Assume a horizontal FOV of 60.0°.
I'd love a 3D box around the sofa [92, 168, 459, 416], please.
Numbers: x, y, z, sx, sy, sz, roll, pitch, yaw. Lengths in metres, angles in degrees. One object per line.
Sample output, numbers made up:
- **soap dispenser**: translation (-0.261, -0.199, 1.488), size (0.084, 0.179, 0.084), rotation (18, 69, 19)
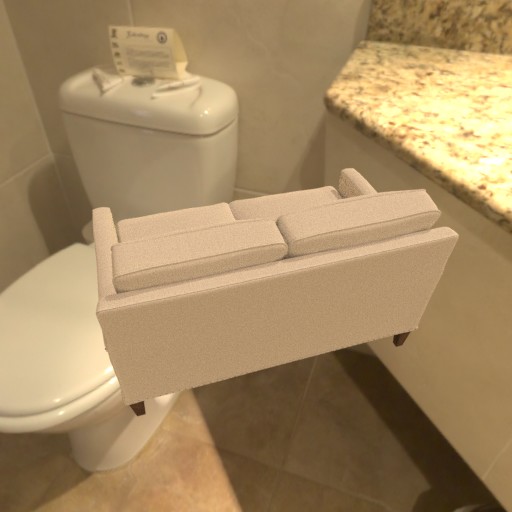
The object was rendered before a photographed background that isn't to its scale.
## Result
- **sofa**: translation (0.000, 0.000, 2.331), size (1.597, 1.003, 1.084), rotation (-11, 42, -13)
